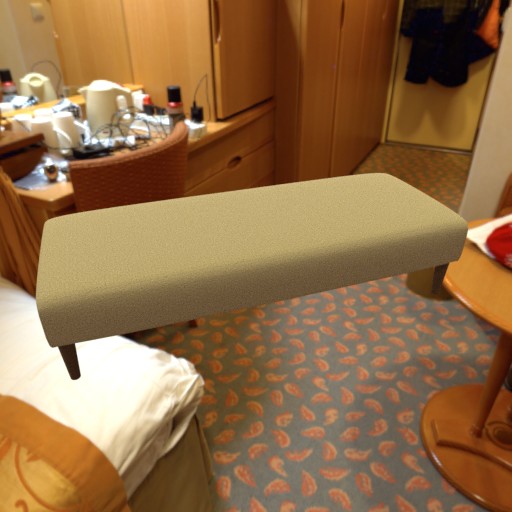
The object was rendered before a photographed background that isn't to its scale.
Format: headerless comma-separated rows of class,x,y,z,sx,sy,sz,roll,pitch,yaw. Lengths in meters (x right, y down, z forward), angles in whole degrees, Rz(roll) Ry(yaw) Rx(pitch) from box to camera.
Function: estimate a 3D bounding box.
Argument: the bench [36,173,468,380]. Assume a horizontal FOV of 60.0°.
bench,0.000,0.000,1.865,1.609,0.393,0.646,-10,33,-17
